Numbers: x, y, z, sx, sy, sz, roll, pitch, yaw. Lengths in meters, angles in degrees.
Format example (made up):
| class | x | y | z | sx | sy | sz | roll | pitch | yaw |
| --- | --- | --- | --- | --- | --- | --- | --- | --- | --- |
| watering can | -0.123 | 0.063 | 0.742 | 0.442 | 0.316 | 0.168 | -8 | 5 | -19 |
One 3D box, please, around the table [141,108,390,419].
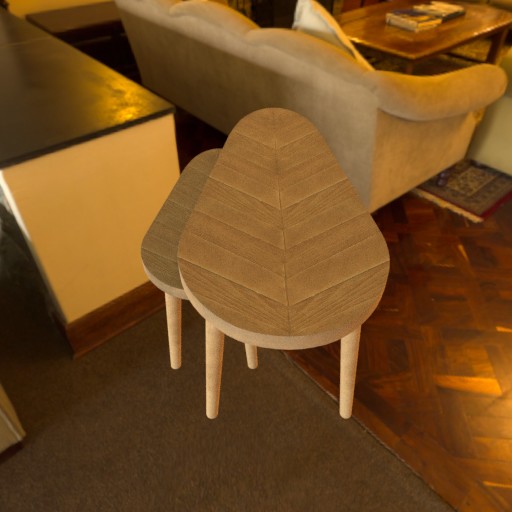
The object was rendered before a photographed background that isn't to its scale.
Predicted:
| class | x | y | z | sx | sy | sz | roll | pitch | yaw |
| --- | --- | --- | --- | --- | --- | --- | --- | --- | --- |
| table | 0.000 | 0.000 | 1.601 | 0.701 | 0.595 | 1.190 | 0 | 42 | 0 |
